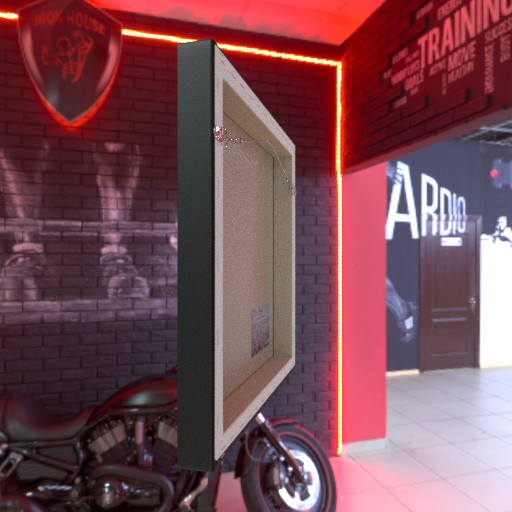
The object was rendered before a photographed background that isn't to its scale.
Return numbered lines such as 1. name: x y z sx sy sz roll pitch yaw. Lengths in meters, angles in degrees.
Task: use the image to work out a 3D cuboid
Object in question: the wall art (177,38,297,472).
1. wall art: 0.000 0.000 0.610 0.041 0.407 0.406 0 0 16
